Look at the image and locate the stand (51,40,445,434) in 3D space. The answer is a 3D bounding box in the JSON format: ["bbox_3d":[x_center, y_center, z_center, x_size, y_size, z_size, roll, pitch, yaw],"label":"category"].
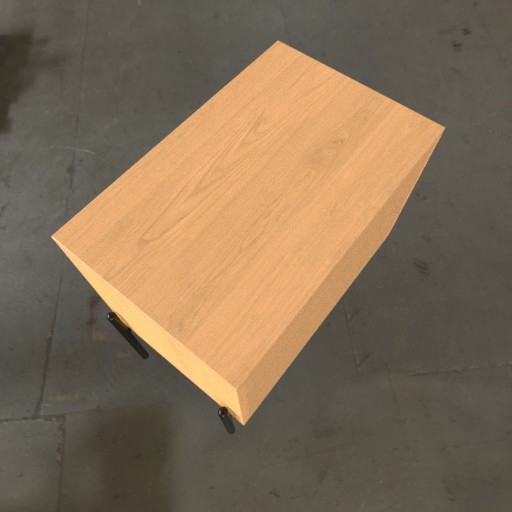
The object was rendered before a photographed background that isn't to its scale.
[{"bbox_3d":[0.000,0.000,1.008,0.400,0.600,0.630,35,68,17],"label":"stand"}]
